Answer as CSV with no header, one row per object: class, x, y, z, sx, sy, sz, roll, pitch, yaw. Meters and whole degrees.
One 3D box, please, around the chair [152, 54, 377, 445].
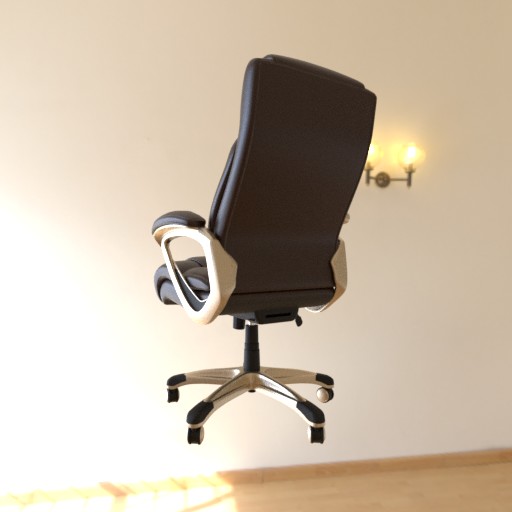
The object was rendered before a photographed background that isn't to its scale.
chair,0.000,0.000,1.659,0.692,1.194,0.749,0,1,-35
